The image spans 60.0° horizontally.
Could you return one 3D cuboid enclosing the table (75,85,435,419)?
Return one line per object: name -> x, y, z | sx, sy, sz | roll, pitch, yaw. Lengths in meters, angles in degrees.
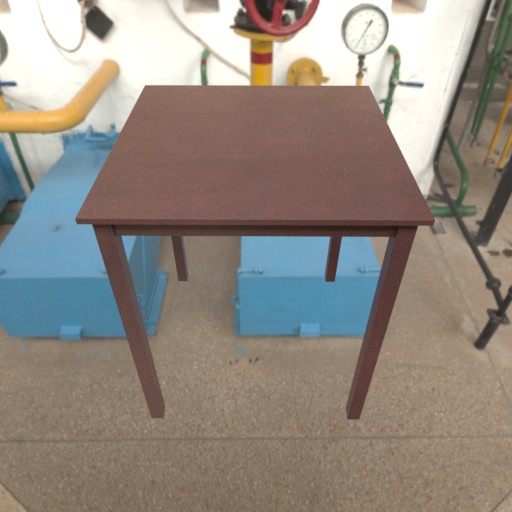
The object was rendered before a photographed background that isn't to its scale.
table -> 0.000, 0.000, 1.709 | 0.861, 0.991, 0.861 | 0, 41, 0
